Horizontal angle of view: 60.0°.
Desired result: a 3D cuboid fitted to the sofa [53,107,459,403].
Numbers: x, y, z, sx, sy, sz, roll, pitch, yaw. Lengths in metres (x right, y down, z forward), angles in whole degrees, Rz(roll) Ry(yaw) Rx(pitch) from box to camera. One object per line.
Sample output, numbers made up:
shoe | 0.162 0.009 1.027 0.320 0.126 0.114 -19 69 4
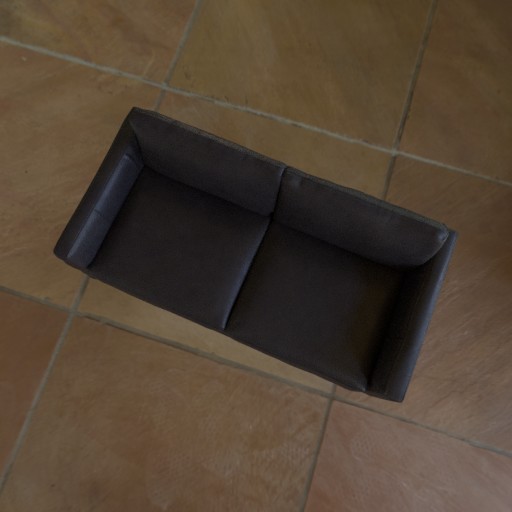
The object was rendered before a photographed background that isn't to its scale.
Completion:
sofa | 0.000 0.000 2.339 1.805 0.883 0.947 20 77 5
